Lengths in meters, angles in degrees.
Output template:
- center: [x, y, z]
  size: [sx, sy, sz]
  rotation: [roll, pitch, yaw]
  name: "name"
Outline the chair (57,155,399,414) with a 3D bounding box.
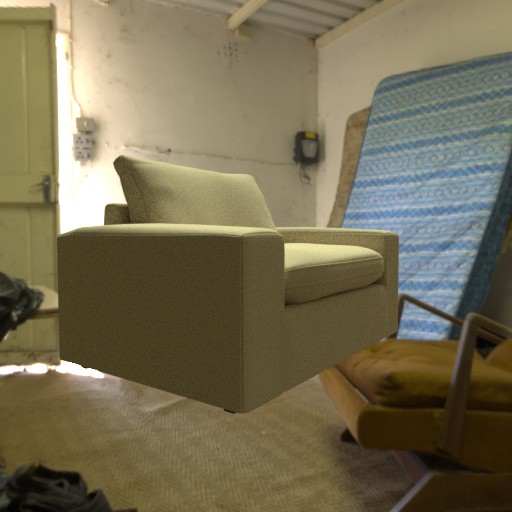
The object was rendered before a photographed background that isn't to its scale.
- center: [0.000, 0.000, 2.102]
  size: [1.039, 0.915, 1.398]
  rotation: [2, 3, 36]
  name: "chair"
